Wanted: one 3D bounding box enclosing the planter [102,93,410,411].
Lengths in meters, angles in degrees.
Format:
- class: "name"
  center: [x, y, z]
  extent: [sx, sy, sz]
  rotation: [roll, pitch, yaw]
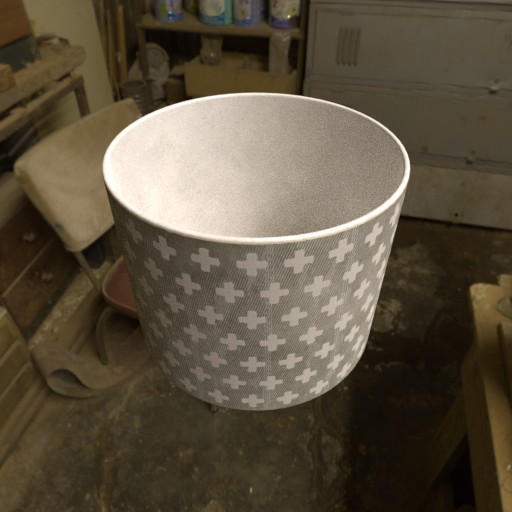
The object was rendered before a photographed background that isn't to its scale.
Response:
- class: "planter"
  center: [0.000, 0.000, 0.341]
  extent: [0.190, 0.181, 0.190]
  rotation: [0, 41, 0]
